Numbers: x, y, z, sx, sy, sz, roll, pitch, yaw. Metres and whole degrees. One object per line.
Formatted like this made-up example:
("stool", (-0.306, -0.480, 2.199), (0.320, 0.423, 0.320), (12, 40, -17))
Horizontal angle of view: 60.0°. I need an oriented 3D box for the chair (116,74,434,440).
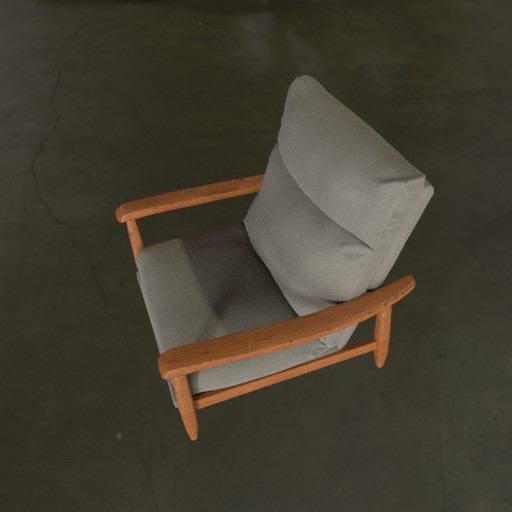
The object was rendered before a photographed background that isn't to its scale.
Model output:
("chair", (0.000, 0.000, 1.517), (0.816, 0.922, 0.782), (-16, 48, -15))
